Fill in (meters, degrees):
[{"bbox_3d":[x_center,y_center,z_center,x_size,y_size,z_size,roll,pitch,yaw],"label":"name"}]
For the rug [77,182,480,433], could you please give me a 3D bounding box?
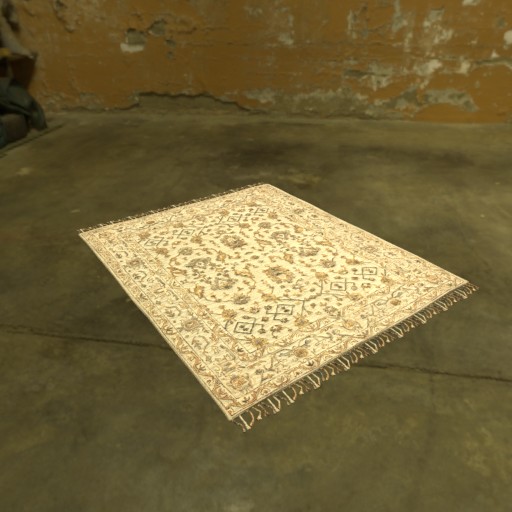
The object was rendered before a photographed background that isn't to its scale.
[{"bbox_3d":[0.000,0.000,4.125,2.426,0.034,3.061,-20,36,-30],"label":"rug"}]
